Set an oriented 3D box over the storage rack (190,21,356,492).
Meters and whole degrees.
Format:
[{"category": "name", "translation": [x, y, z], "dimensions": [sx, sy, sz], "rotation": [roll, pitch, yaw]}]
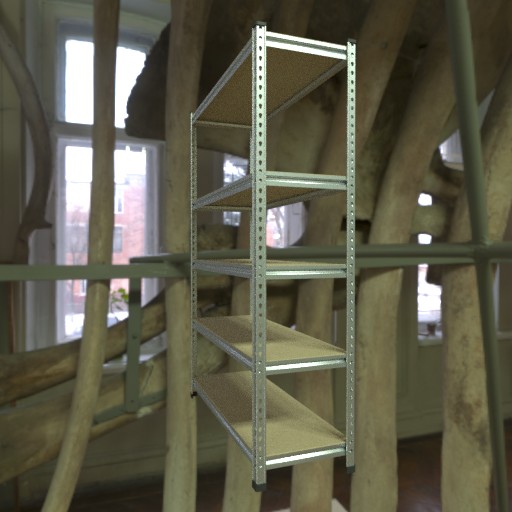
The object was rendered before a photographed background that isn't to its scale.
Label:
[{"category": "storage rack", "translation": [0.000, 0.000, 2.366], "dimensions": [0.457, 1.829, 1.219], "rotation": [0, 1, -20]}]
